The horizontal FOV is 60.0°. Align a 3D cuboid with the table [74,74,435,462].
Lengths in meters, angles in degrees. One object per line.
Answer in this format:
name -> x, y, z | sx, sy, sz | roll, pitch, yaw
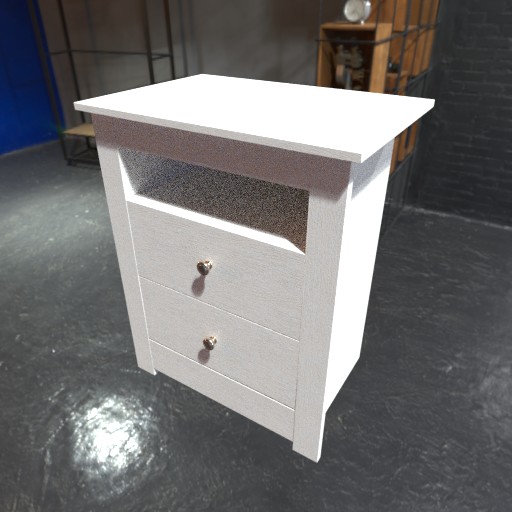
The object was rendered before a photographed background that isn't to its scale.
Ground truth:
table -> 0.000, 0.000, 1.057 | 0.589, 0.711, 0.406 | 18, 35, 27
